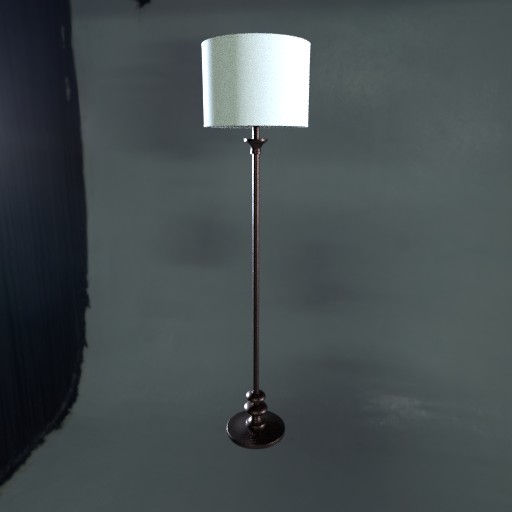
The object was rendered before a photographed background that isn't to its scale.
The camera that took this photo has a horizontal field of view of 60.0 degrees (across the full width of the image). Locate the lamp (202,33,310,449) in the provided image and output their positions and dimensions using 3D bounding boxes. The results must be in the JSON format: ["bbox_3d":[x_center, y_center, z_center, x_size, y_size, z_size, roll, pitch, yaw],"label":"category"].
[{"bbox_3d":[0.000,0.000,1.644,0.356,1.487,0.356,2,15,8],"label":"lamp"}]
